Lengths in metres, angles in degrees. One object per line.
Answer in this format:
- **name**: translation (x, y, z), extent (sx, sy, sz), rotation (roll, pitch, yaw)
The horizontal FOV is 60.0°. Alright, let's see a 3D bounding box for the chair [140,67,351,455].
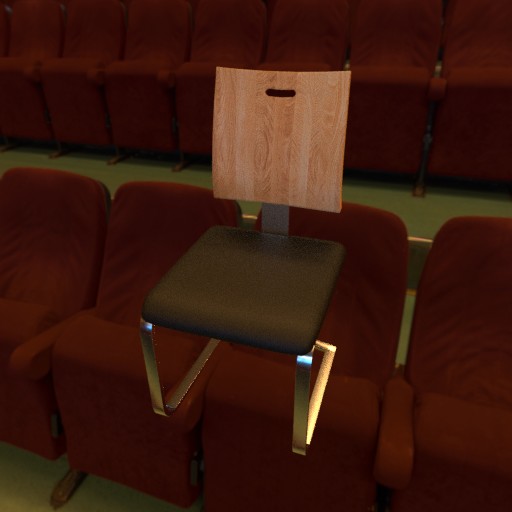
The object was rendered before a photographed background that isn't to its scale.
- **chair**: translation (0.000, 0.000, 1.242), extent (0.462, 0.936, 0.560), rotation (9, 29, 17)
